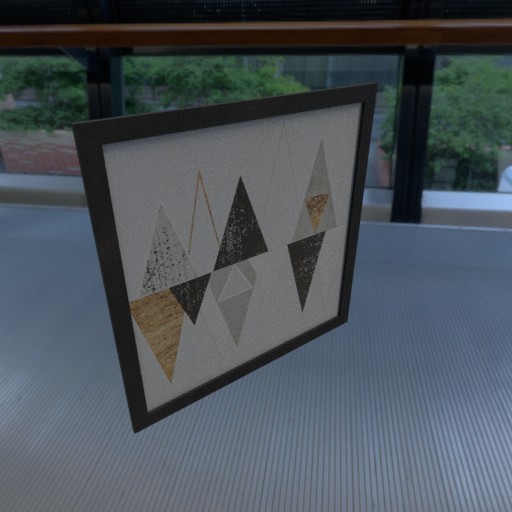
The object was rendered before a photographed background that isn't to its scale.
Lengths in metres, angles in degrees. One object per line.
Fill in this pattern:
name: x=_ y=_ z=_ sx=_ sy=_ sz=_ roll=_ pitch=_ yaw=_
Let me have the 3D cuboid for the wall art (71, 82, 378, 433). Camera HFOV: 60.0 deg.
wall art: x=0.000 y=0.000 z=1.214 sx=0.823 sy=0.823 sz=0.013 roll=-20 pitch=35 yaw=-31
